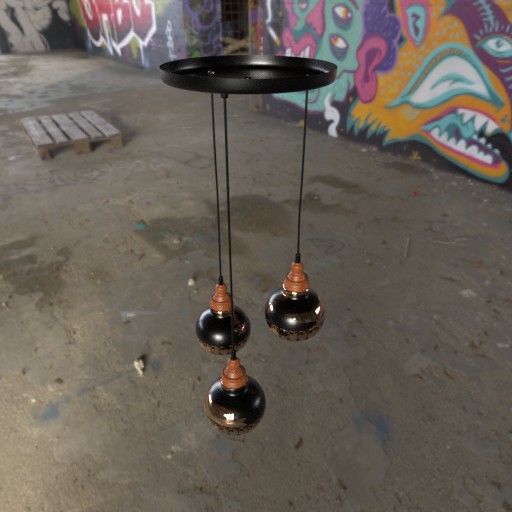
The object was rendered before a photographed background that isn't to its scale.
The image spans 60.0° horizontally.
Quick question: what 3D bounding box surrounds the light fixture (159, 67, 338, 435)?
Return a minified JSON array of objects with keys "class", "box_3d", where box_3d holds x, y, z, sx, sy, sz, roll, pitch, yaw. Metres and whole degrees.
[{"class":"light fixture","box_3d":[0.000,0.000,1.766,0.605,1.410,0.608,-8,31,-13]}]
